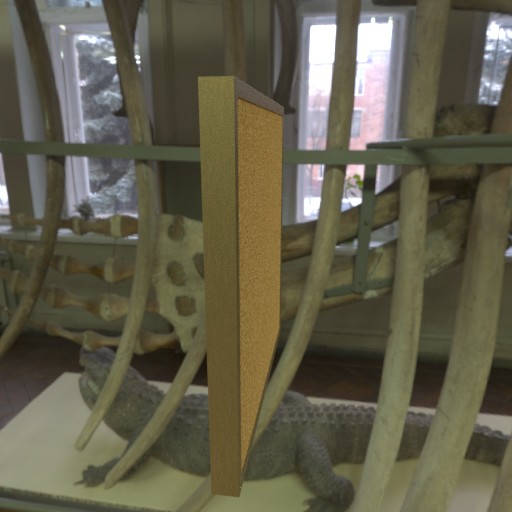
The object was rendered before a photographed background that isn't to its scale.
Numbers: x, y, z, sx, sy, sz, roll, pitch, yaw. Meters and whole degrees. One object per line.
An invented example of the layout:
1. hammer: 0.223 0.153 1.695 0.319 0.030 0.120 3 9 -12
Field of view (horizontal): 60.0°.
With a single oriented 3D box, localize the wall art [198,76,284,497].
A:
1. wall art: 0.000 0.000 0.752 0.037 0.509 0.510 2 15 9
